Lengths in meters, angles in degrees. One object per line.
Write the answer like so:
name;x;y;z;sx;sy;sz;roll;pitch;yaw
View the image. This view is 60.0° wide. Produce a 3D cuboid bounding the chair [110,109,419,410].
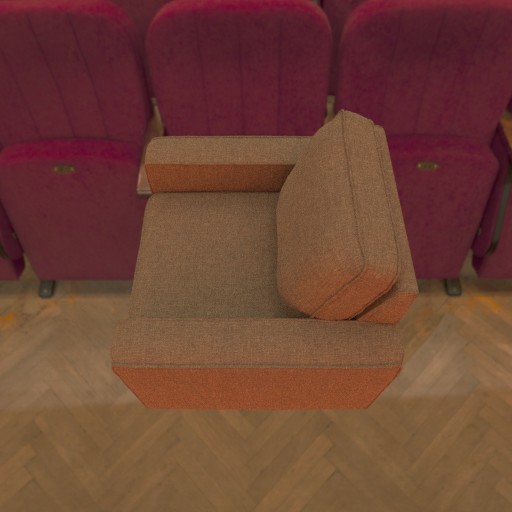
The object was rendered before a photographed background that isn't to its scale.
chair;0.000;0.000;1.735;0.940;0.914;1.016;0;58;0
